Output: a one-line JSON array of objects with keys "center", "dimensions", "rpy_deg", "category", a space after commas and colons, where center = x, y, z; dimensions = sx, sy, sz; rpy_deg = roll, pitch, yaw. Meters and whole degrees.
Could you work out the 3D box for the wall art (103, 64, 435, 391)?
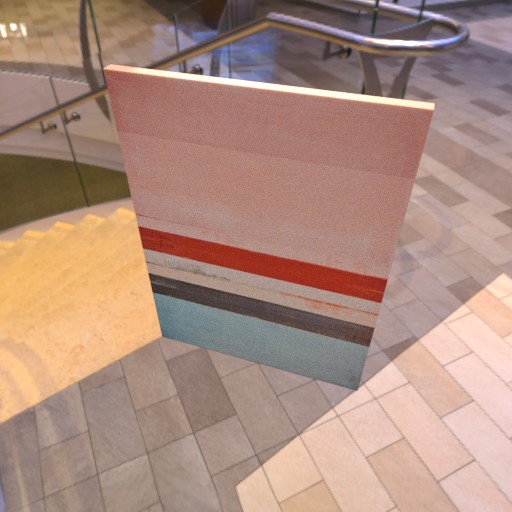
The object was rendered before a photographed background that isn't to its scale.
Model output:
[{"center": [0.000, 0.000, 1.322], "dimensions": [0.761, 1.016, 0.039], "rpy_deg": [12, 43, 14], "category": "wall art"}]
